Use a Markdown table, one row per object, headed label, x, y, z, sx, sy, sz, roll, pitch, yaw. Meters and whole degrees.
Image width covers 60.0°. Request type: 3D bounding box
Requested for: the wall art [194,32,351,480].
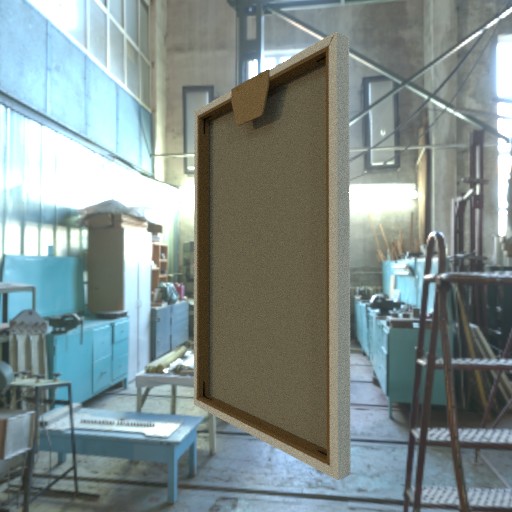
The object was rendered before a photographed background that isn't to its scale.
| label | x | y | z | sx | sy | sz | roll | pitch | yaw |
| --- | --- | --- | --- | --- | --- | --- | --- | --- | --- |
| wall art | 0.000 | 0.000 | 1.153 | 0.048 | 0.916 | 0.602 | 1 | -1 | -37 |
